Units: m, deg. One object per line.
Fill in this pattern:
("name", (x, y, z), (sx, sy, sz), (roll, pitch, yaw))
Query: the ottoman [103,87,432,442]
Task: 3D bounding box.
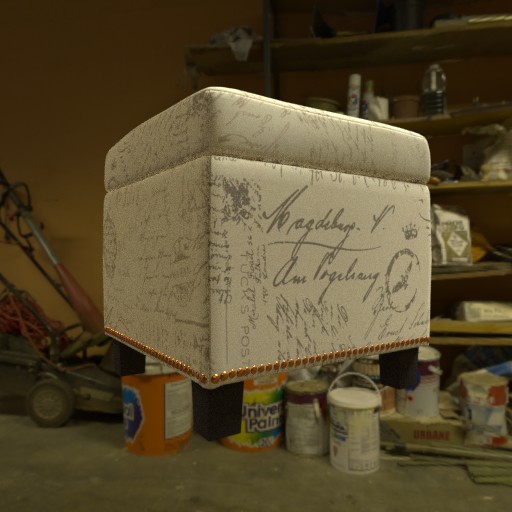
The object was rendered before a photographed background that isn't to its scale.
("ottoman", (0.000, 0.000, 0.826), (0.450, 0.457, 0.449), (0, 1, -34))
